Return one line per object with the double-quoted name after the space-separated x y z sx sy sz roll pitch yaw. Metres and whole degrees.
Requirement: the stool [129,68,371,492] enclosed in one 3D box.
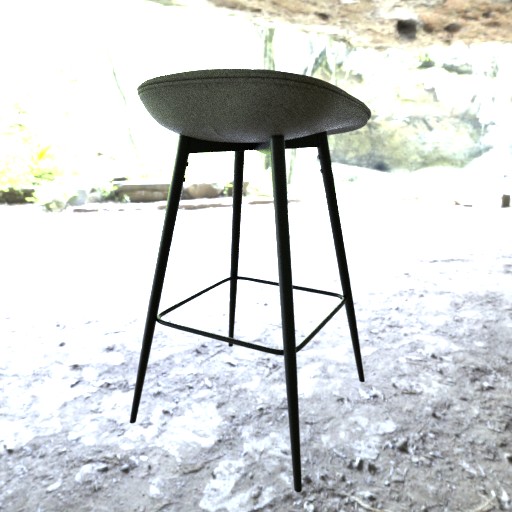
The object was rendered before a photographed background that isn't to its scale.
0.000 0.000 1.095 0.469 0.814 0.480 9 18 28 "stool"
